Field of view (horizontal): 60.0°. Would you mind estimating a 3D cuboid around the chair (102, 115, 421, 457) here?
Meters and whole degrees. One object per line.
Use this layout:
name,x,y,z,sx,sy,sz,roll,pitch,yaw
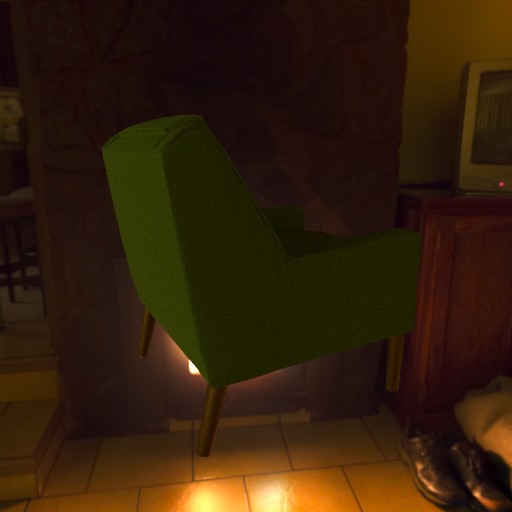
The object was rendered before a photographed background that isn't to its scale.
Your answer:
chair,0.000,0.000,1.346,0.743,0.792,0.663,-7,16,-27
